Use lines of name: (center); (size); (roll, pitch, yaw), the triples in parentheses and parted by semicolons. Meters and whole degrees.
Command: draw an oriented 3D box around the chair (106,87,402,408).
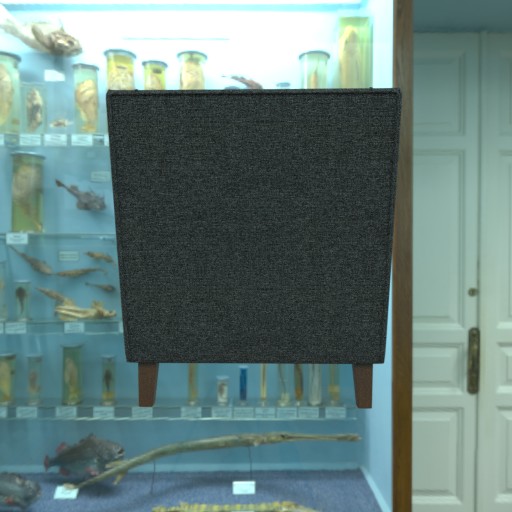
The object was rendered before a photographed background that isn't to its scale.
chair: (0.000, 0.000, 1.844); (0.942, 1.082, 0.927); (0, 1, 1)
